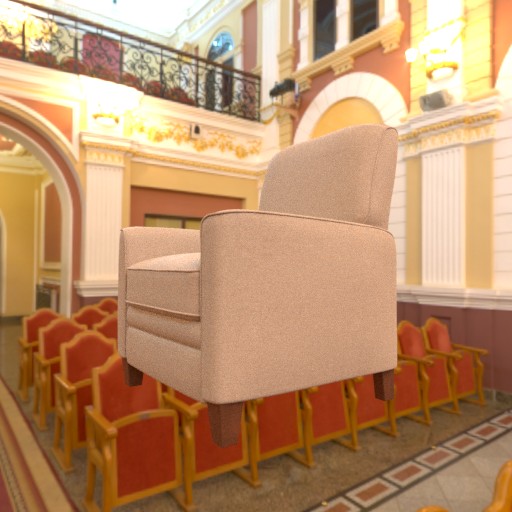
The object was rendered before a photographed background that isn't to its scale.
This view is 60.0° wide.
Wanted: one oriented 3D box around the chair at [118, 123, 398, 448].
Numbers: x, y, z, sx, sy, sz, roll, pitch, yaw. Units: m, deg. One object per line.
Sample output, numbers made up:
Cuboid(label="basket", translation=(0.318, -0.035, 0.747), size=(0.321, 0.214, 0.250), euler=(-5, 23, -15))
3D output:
Cuboid(label="chair", translation=(0.000, 0.000, 1.693), size=(0.858, 1.023, 0.841), euler=(1, -1, -36))
